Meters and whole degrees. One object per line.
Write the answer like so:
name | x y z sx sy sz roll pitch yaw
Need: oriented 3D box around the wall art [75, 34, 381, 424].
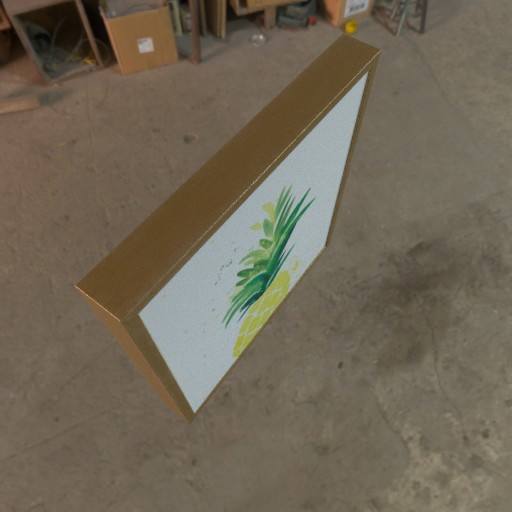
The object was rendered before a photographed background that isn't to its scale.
wall art | 0.000 0.000 0.447 0.038 0.305 0.306 32 64 18
